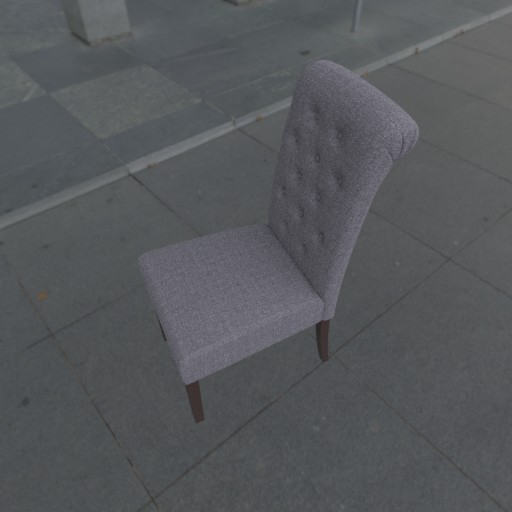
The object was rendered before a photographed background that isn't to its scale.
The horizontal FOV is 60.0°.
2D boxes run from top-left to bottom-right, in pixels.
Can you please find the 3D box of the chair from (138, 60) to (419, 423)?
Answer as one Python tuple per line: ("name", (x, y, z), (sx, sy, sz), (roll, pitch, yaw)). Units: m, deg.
("chair", (0.000, 0.000, 1.385), (0.671, 1.006, 0.456), (-19, 49, -17))
